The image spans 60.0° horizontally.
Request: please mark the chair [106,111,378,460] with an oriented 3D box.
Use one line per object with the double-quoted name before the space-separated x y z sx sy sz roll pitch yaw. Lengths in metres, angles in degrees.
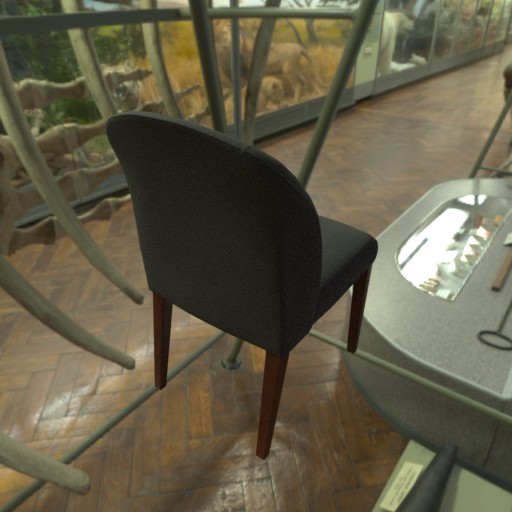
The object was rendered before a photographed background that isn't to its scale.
"chair" 0.000 0.000 1.243 0.506 0.879 0.619 21 36 32
